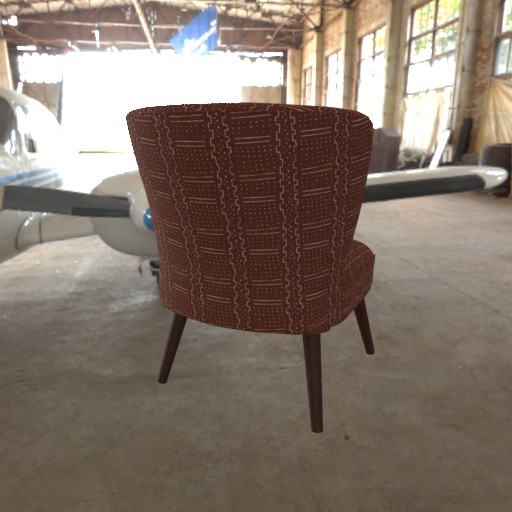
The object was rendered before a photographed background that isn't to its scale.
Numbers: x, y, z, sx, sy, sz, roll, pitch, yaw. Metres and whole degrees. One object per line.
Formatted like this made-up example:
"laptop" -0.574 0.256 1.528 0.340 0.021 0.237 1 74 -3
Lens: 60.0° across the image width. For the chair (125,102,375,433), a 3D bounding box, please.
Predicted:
"chair" 0.000 0.000 1.391 0.706 0.866 0.758 8 17 27
